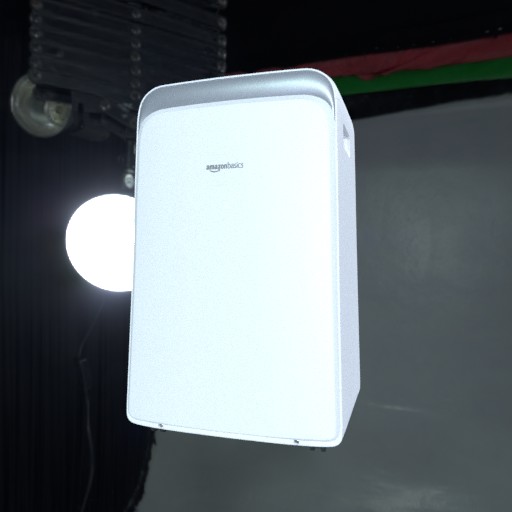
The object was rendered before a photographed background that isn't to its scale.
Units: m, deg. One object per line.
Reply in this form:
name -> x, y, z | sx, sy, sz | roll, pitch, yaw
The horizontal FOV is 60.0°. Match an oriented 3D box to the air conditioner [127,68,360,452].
air conditioner -> 0.000, 0.000, 1.069 | 0.478, 0.765, 0.467 | 0, 0, 16
